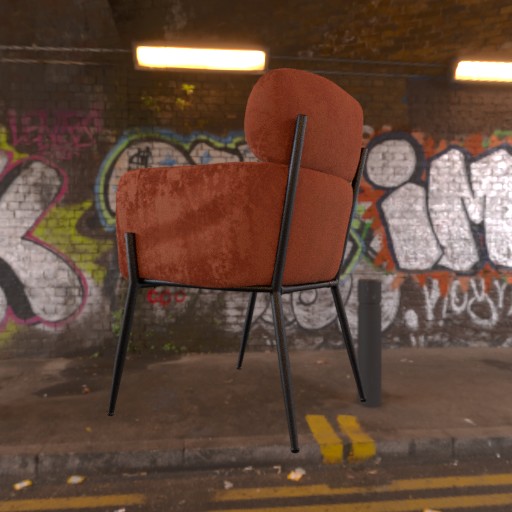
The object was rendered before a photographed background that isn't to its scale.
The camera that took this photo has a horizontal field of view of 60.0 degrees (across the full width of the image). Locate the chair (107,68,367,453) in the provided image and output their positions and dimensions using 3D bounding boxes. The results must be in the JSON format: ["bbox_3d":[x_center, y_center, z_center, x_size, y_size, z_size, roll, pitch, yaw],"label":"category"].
[{"bbox_3d":[0.000,0.000,1.145,0.523,0.772,0.561,0,0,34],"label":"chair"}]
